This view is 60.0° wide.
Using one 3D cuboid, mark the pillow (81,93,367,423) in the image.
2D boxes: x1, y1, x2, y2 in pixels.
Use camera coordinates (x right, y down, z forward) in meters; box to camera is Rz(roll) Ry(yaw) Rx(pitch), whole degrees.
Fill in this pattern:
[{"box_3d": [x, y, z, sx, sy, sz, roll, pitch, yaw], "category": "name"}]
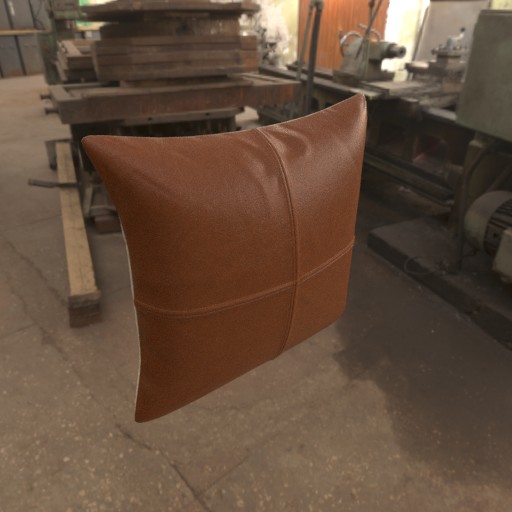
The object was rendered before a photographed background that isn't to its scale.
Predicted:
[{"box_3d": [0.000, 0.000, 0.753, 0.501, 0.477, 0.192, -21, 35, -33], "category": "pillow"}]
